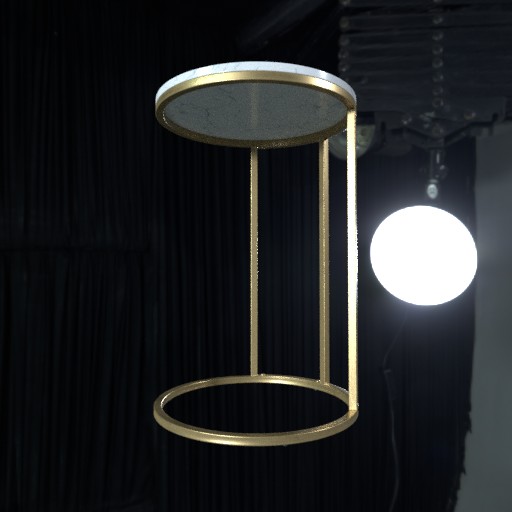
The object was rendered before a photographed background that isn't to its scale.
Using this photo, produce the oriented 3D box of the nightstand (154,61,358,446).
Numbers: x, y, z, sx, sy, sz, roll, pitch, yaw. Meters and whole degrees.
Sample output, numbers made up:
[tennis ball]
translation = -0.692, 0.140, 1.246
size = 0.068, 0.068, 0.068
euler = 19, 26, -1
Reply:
[nightstand]
translation = 0.000, 0.000, 0.899
size = 0.400, 0.610, 0.400
euler = 1, -2, -36
